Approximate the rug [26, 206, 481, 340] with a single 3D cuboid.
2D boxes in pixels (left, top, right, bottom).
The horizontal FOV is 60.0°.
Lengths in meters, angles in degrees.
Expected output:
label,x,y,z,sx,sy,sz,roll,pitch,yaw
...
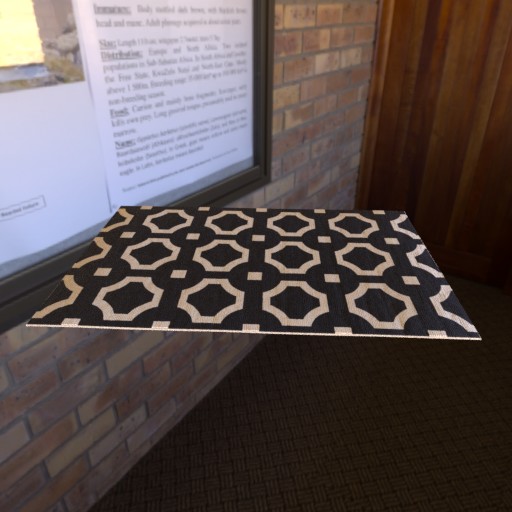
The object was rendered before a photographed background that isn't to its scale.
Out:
label,x,y,z,sx,sy,sz,roll,pitch,yaw
rug,0.000,0.000,2.895,2.286,0.016,1.555,1,29,2
